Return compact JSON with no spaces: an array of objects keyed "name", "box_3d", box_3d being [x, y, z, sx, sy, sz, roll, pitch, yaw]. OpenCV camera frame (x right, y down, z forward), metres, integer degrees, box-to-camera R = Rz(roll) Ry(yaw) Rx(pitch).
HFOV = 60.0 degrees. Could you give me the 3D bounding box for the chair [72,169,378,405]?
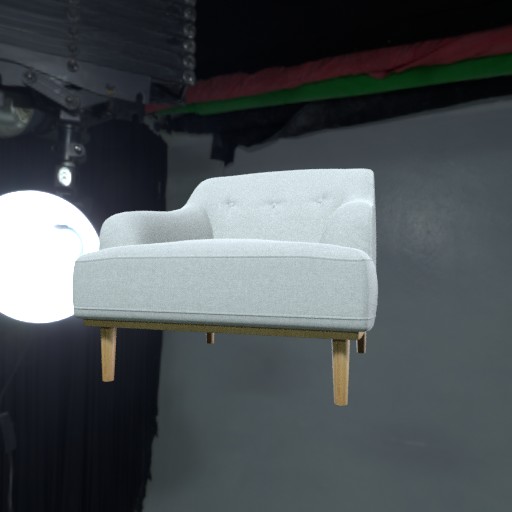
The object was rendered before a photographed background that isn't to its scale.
[{"name":"chair","box_3d":[0.000,0.000,1.689,0.946,0.818,0.951,0,-1,19]}]
